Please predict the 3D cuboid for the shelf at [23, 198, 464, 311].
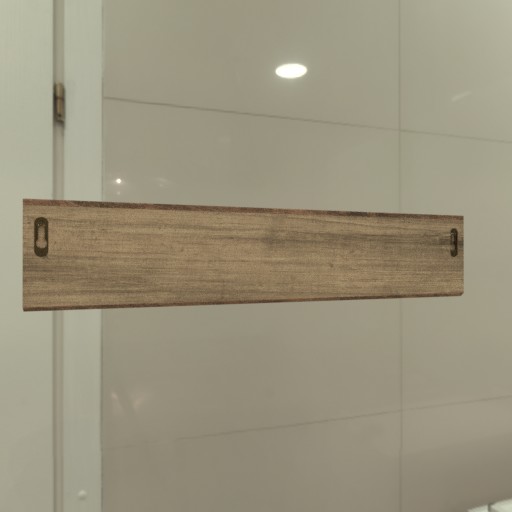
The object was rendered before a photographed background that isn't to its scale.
[{"bbox_3d":[0.000,0.000,0.679,0.610,0.125,0.200,0,0,-19],"label":"shelf"}]
